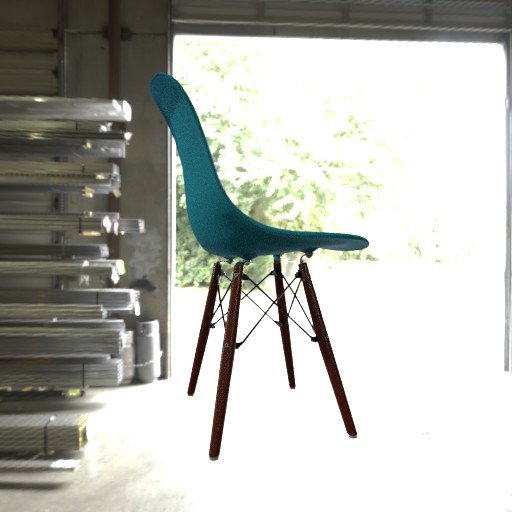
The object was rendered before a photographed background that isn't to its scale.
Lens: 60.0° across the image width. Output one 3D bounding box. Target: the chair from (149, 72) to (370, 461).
[{"bbox_3d":[0.000,0.000,1.141,0.533,0.826,0.470,0,0,-17],"label":"chair"}]
